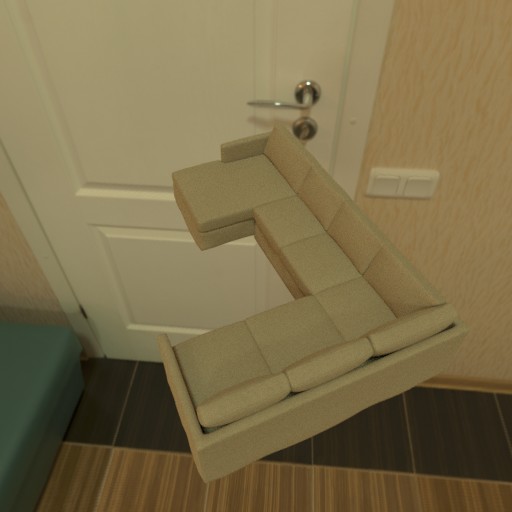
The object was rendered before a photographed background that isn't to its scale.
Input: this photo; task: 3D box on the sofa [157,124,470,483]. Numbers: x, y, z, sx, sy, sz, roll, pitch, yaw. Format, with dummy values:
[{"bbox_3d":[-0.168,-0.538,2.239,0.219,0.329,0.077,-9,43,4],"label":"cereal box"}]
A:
[{"bbox_3d":[0.000,0.000,4.619,2.476,0.878,3.528,-18,49,-16],"label":"sofa"}]
